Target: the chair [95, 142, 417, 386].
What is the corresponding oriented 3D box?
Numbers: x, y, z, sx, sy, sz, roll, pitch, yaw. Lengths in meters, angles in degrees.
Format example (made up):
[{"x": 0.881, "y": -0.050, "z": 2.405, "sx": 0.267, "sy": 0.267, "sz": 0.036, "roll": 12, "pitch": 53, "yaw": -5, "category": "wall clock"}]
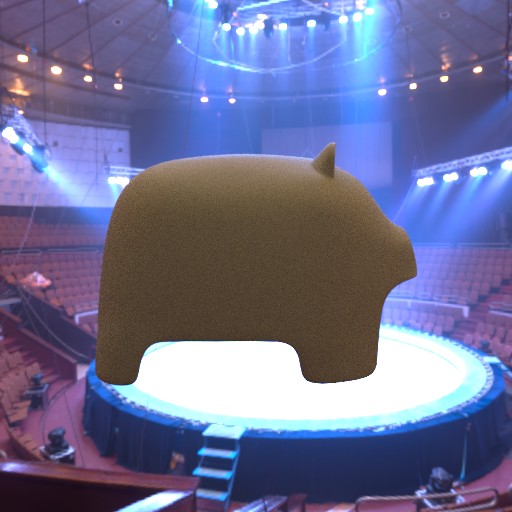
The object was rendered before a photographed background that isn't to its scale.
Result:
[{"x": 0.000, "y": 0.000, "z": 0.897, "sx": 0.619, "sy": 0.423, "sz": 0.364, "roll": 0, "pitch": 1, "yaw": 0, "category": "chair"}]
